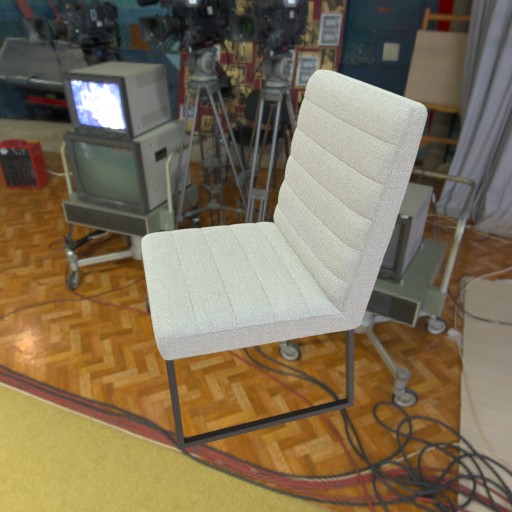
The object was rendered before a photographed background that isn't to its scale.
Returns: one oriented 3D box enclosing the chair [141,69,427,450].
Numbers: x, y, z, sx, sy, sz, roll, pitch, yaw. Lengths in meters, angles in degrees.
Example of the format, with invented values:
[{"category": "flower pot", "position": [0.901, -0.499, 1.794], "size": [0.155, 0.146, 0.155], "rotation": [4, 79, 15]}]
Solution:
[{"category": "chair", "position": [0.000, 0.000, 1.289], "size": [0.634, 0.930, 0.520], "rotation": [-9, 32, -14]}]
